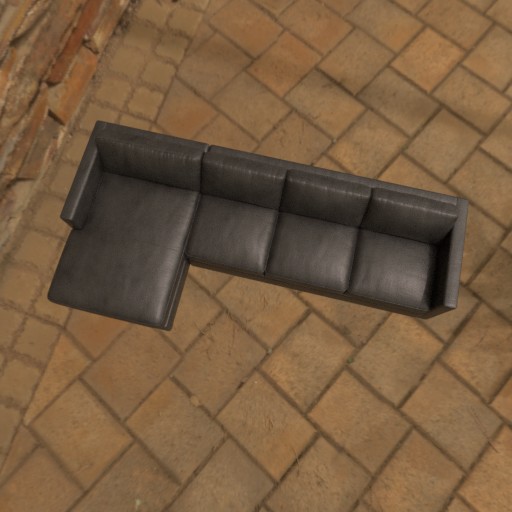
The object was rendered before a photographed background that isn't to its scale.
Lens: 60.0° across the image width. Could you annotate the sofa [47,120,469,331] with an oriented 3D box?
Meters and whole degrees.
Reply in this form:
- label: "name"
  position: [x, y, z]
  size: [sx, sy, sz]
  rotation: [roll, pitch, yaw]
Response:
- label: "sofa"
  position: [0.000, 0.000, 3.783]
  size: [3.203, 0.883, 1.581]
  rotation: [13, 74, 4]
